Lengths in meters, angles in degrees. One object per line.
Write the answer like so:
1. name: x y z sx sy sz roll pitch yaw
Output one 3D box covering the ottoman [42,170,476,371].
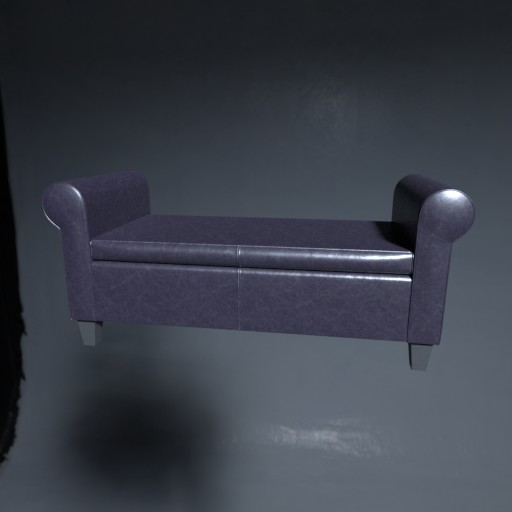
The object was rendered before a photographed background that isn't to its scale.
1. ottoman: 0.000 0.000 1.558 1.256 0.547 0.521 2 15 9
